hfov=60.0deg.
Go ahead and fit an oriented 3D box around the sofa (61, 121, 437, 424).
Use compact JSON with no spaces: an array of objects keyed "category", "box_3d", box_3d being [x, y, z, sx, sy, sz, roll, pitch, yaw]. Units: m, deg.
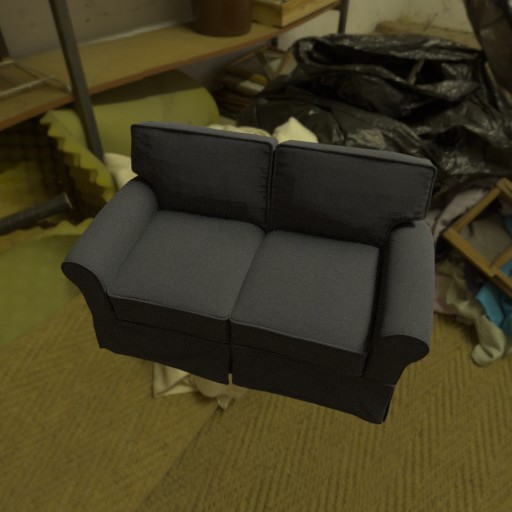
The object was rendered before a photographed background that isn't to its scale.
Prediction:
[{"category":"sofa","box_3d":[0.000,0.000,2.402,1.801,1.059,0.997,11,43,12]}]
